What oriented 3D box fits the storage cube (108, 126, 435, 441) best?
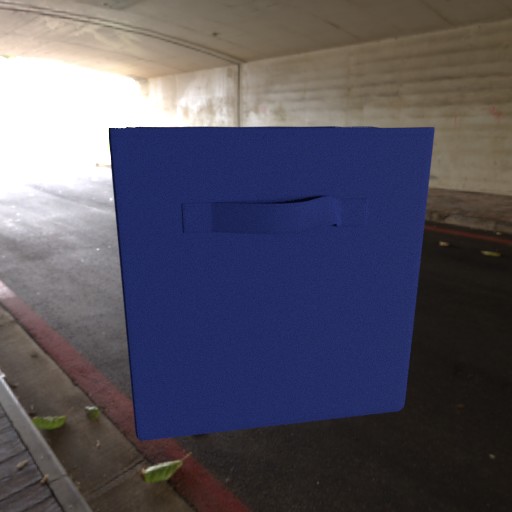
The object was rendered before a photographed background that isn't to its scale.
[{"bbox_3d":[0.000,0.000,0.499,0.270,0.280,0.270,-3,17,-10],"label":"storage cube"}]
